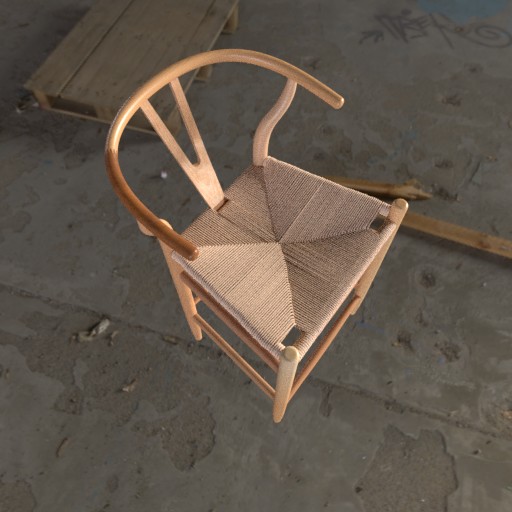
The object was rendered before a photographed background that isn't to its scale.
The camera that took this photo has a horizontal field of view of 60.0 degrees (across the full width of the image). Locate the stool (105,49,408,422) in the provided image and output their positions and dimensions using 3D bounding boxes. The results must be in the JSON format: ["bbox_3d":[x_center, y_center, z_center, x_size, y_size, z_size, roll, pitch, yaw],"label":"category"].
[{"bbox_3d":[0.000,0.000,1.254,0.575,0.923,0.536,33,64,18],"label":"stool"}]
